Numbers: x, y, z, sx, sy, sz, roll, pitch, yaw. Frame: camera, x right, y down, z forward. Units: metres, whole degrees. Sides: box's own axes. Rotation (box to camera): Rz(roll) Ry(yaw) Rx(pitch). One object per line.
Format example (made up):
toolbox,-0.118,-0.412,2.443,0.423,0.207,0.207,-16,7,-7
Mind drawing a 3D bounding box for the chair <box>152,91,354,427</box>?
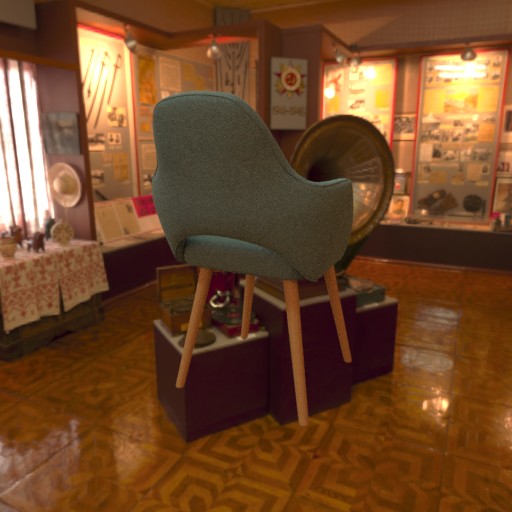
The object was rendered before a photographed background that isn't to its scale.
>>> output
chair,0.000,0.000,1.399,0.589,0.920,0.666,7,16,27
